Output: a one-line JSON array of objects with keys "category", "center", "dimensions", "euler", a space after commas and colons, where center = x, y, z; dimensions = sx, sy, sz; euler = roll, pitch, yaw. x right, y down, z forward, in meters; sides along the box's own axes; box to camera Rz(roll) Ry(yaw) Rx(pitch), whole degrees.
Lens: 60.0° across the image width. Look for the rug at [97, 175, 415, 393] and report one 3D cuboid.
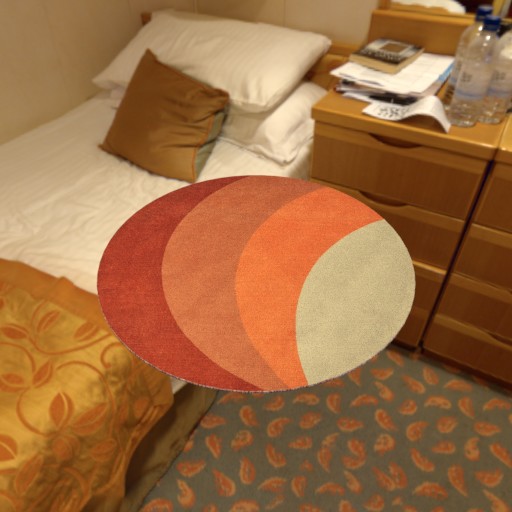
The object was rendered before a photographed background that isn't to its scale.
[{"category": "rug", "center": [0.000, 0.000, 2.182], "dimensions": [1.514, 0.015, 1.514], "euler": [0, 41, 0]}]
